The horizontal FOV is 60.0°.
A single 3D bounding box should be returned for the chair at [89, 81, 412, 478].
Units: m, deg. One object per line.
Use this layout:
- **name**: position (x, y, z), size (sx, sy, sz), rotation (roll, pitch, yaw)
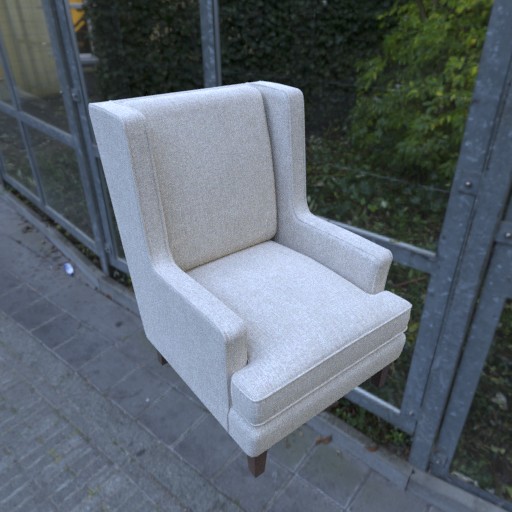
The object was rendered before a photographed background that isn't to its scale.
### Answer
- **chair**: position (0.000, 0.000, 1.683), size (0.764, 1.082, 0.948), rotation (-22, 37, -32)
